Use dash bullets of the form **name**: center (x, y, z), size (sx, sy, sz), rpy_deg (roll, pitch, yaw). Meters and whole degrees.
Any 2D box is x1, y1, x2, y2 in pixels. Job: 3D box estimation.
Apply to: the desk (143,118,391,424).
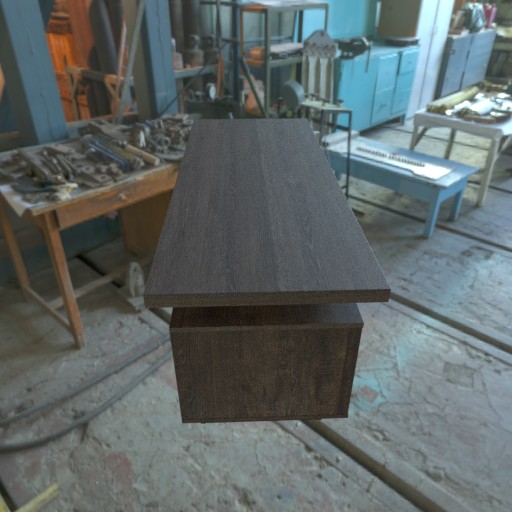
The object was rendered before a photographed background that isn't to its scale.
- **desk**: center (0.000, 0.000, 1.916), size (0.600, 0.760, 1.524), rpy_deg (-1, 32, -2)
